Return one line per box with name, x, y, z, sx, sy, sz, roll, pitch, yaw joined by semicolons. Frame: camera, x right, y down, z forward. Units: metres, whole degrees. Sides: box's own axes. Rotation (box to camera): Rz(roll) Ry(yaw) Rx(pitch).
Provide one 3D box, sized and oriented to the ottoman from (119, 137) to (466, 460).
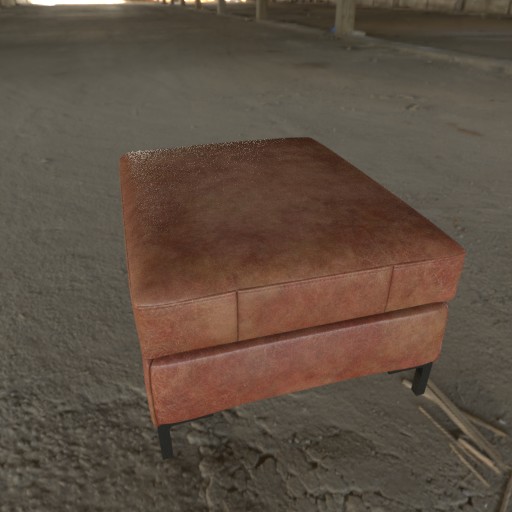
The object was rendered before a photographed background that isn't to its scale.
ottoman;0.000;0.000;1.781;0.965;0.667;1.186;-9;32;-14
